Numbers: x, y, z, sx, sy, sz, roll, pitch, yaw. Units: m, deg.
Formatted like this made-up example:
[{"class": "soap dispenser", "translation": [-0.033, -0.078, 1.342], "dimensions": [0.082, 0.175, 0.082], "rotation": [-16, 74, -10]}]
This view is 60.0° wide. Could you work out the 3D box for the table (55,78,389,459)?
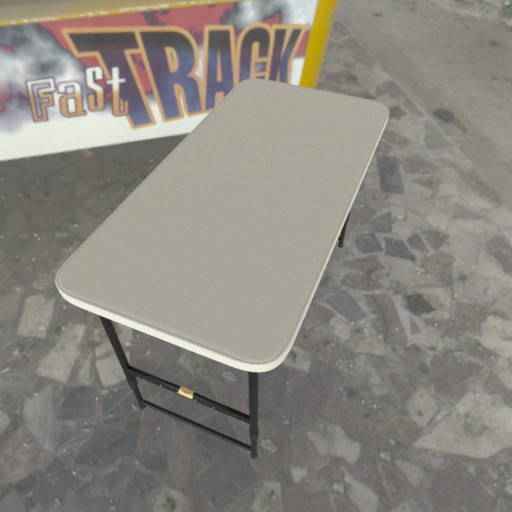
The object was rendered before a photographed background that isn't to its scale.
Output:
[{"class": "table", "translation": [0.000, 0.000, 1.637], "dimensions": [0.610, 0.737, 1.219], "rotation": [17, 49, 15]}]
